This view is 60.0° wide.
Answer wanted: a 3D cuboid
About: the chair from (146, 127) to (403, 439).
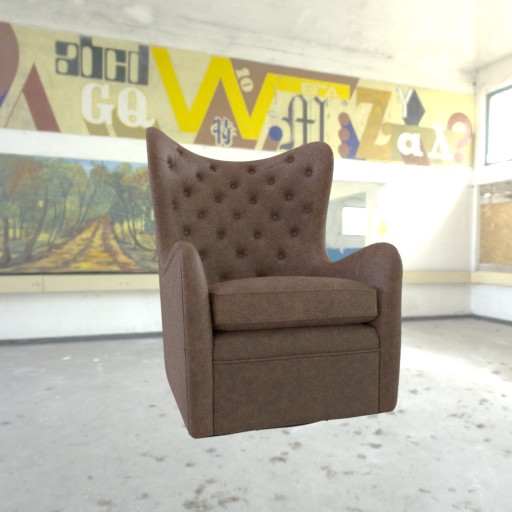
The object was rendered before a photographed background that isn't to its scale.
[{"bbox_3d":[0.000,0.000,1.778,0.831,1.079,0.930,0,1,-18],"label":"chair"}]
